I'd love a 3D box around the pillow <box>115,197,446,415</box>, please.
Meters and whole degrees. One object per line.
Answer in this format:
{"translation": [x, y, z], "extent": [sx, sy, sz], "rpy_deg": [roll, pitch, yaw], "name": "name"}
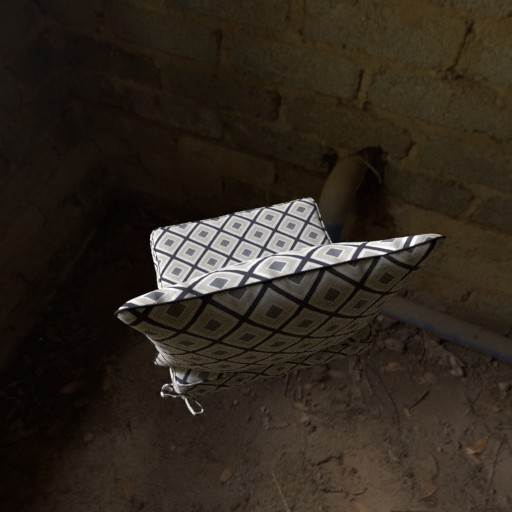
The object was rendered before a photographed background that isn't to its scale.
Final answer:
{"translation": [0.000, 0.000, 1.415], "extent": [0.798, 0.722, 0.733], "rpy_deg": [-13, 58, -8], "name": "pillow"}
